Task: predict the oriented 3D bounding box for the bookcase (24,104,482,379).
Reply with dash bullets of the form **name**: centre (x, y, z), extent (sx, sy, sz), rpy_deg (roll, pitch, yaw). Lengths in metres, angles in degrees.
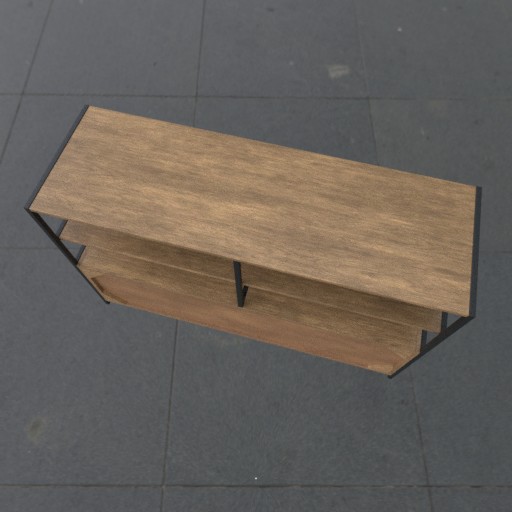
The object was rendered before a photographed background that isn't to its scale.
- **bookcase**: centre (0.000, 0.000, 1.486), extent (1.149, 0.712, 0.391), rpy_deg (14, 64, 7)
